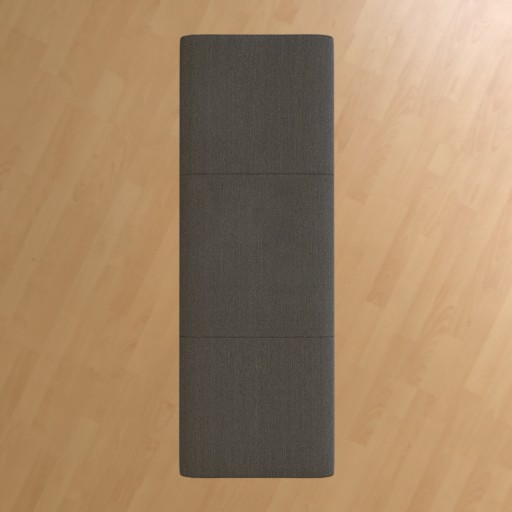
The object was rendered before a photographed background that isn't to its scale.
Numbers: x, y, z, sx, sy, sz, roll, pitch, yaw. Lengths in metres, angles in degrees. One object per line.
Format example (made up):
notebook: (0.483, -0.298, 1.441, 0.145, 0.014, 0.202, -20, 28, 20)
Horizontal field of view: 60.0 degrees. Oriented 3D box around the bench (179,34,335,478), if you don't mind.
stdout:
bench: (0.000, 0.000, 1.445, 0.446, 0.438, 1.269, 0, 90, 0)
